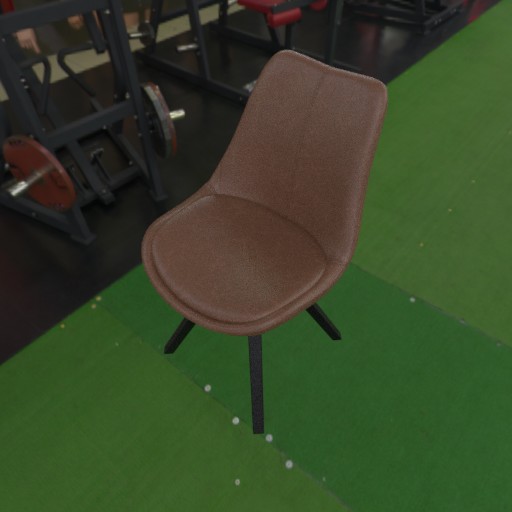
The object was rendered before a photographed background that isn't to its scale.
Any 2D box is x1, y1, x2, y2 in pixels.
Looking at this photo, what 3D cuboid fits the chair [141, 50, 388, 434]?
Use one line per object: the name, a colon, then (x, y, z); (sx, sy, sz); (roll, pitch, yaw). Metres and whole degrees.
chair: (0.000, 0.000, 1.172); (0.475, 0.850, 0.550); (33, 55, 27)
